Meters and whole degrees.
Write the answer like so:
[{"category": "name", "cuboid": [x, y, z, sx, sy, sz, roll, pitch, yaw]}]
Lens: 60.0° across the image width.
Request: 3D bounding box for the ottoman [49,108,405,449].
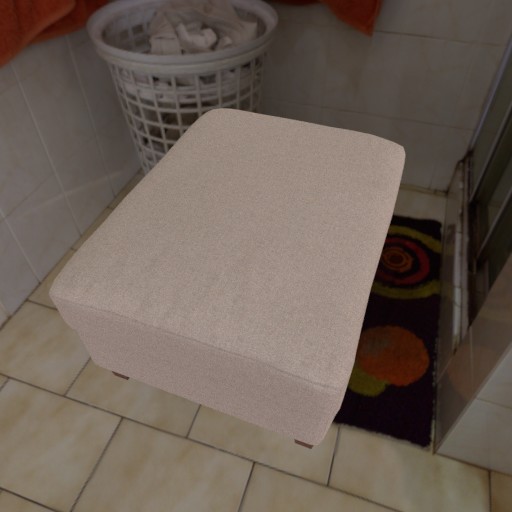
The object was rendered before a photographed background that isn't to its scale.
[{"category": "ottoman", "cuboid": [0.000, 0.000, 1.320, 0.692, 0.511, 0.902, 15, 48, 14]}]
